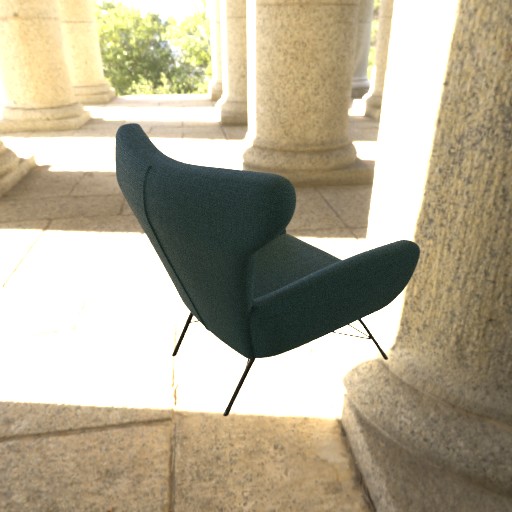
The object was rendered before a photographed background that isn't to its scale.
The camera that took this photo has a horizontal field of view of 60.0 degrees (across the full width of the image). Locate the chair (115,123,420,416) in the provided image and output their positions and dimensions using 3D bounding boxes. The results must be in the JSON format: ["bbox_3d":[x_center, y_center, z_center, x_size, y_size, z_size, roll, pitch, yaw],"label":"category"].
[{"bbox_3d":[0.000,0.000,1.796,0.900,0.980,1.050,-19,32,-33],"label":"chair"}]
